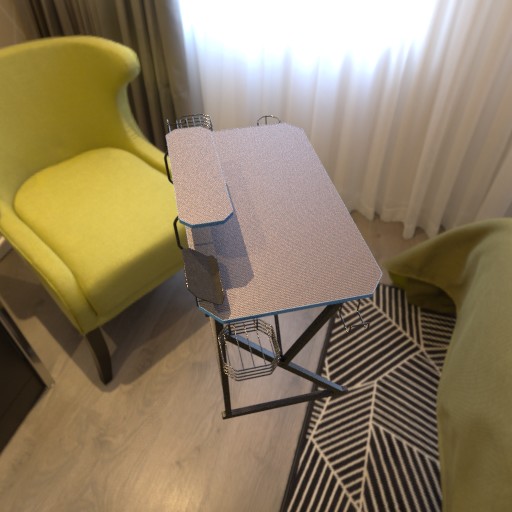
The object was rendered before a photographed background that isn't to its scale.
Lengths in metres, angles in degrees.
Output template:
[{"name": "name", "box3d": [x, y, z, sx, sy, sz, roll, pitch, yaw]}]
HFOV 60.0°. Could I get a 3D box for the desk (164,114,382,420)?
[{"name": "desk", "box3d": [0.000, 0.000, 1.792, 0.594, 0.909, 1.295, -9, 47, -9]}]
